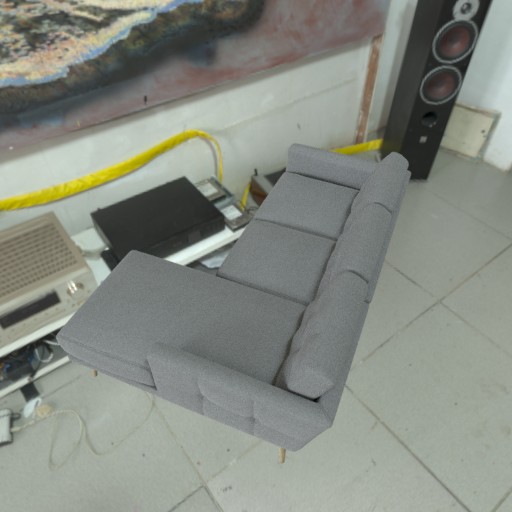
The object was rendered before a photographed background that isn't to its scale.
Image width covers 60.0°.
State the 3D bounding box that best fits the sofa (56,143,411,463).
[{"bbox_3d":[0.000,0.000,2.839,1.530,0.860,2.040,17,48,16],"label":"sofa"}]
